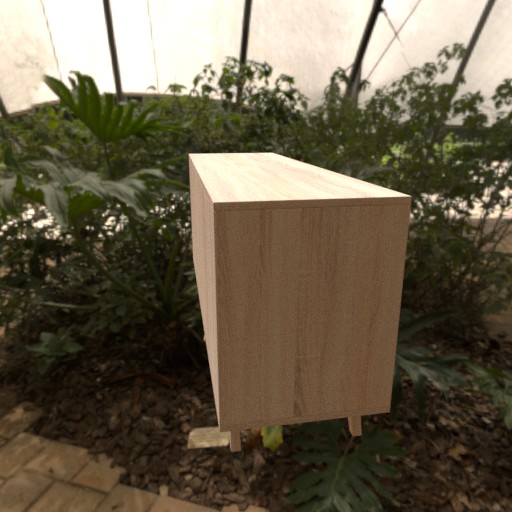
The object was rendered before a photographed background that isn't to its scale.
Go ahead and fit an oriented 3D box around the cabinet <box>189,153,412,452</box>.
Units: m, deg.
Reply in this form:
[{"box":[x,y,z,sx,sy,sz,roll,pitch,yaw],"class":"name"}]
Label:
[{"box":[0.000,0.000,1.963,0.500,0.780,1.650,-3,17,-10],"class":"cabinet"}]
